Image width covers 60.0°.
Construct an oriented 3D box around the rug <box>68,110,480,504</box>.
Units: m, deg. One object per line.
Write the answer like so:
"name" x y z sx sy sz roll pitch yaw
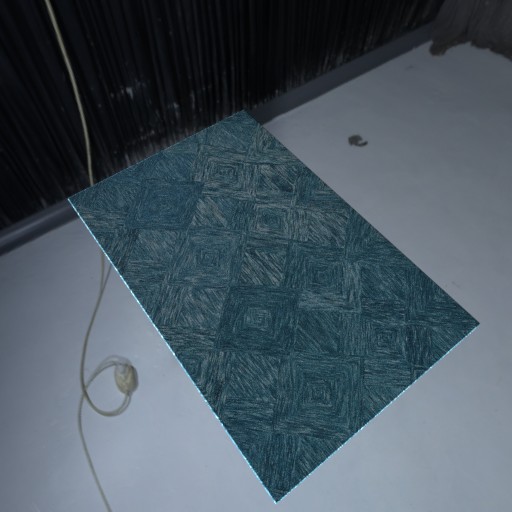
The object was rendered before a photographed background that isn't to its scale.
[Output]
"rug" 0.000 0.000 2.771 1.490 0.015 2.277 -33 63 -19
